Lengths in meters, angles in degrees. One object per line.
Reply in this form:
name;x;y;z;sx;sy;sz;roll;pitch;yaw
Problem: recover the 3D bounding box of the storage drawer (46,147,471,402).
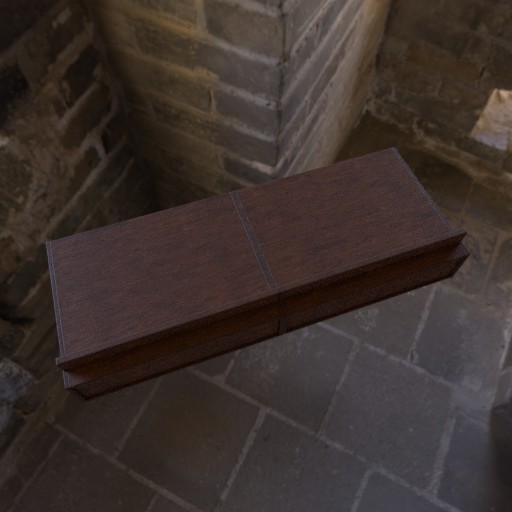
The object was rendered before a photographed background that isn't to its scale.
storage drawer;0.000;0.000;2.227;1.914;0.339;0.774;-17;60;-10
